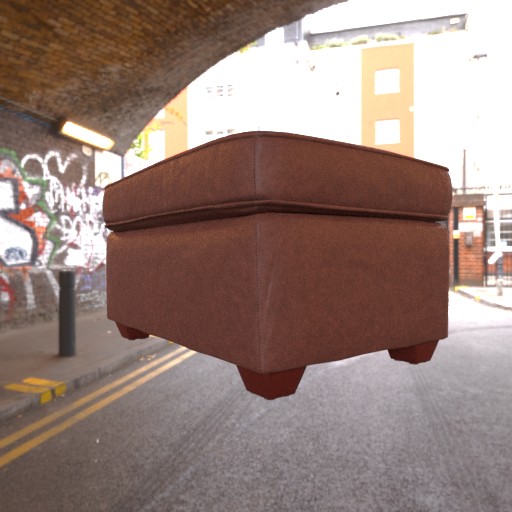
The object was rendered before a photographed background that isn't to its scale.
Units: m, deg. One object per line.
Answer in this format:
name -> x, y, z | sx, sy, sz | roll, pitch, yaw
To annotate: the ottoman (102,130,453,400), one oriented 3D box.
ottoman -> 0.000, 0.000, 1.078 | 0.548, 0.449, 0.749 | 0, 0, -36
